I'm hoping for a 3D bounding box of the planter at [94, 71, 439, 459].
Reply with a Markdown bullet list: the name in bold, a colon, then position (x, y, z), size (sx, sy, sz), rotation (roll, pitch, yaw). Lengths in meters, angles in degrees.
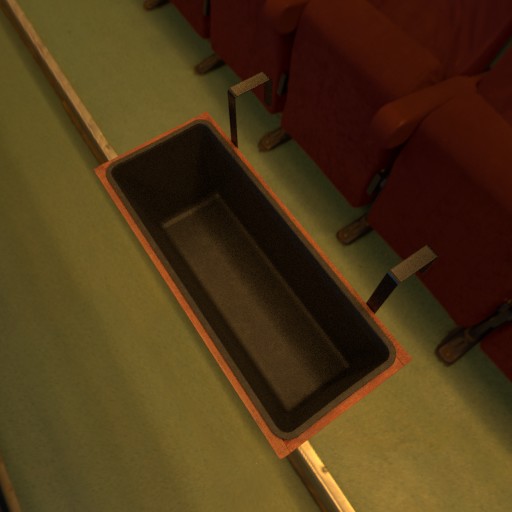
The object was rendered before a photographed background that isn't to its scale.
- **planter**: position (0.000, 0.000, 0.648), size (0.262, 0.289, 0.480), rotation (-32, 69, -14)
